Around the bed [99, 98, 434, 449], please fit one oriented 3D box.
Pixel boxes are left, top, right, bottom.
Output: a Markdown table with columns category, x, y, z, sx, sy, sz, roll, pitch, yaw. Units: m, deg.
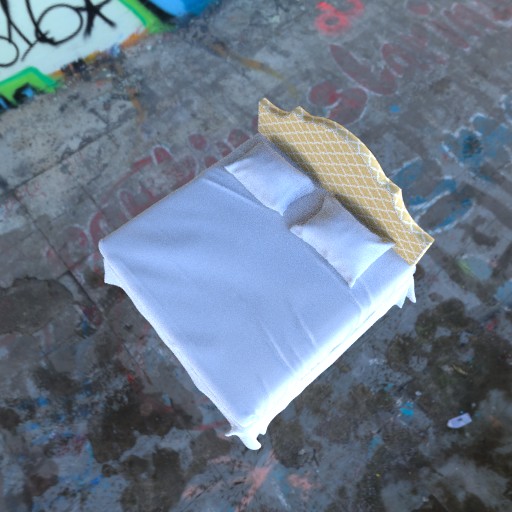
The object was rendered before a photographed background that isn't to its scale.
| category | x | y | z | sx | sy | sz | roll | pitch | yaw |
| --- | --- | --- | --- | --- | --- | --- | --- | --- | --- |
| bed | 0.000 | 0.000 | 3.803 | 2.222 | 1.601 | 2.314 | -38 | 70 | -17 |
